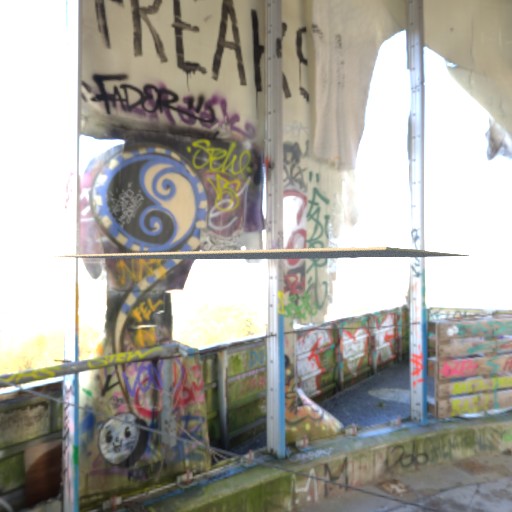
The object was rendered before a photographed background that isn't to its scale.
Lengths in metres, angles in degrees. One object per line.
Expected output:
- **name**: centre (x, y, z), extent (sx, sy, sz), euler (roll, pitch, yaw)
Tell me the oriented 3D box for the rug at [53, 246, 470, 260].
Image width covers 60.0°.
- **rug**: centre (0.000, 0.000, 2.907), extent (2.294, 0.014, 1.528), euler (-1, -2, 36)
